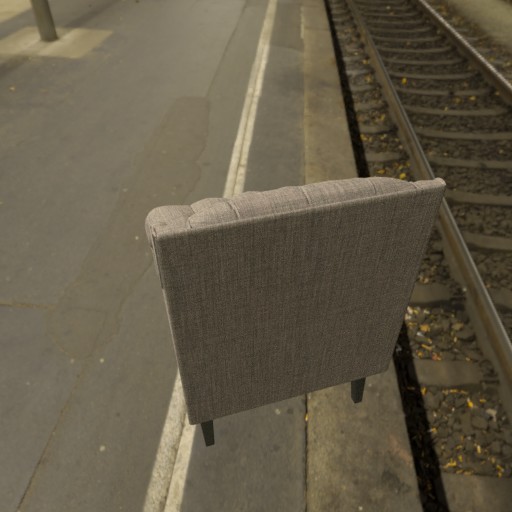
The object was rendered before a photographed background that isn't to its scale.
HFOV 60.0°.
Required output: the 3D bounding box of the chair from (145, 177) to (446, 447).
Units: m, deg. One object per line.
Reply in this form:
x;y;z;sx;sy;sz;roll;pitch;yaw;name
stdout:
0.000;0.000;1.438;0.655;0.891;0.771;-11;42;-13;chair
